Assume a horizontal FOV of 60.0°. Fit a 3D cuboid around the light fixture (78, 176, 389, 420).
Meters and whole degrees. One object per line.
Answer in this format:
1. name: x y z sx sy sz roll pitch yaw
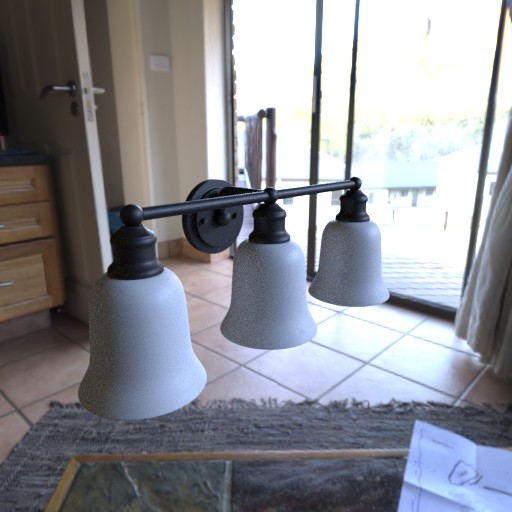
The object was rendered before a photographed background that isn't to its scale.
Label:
1. light fixture: 0.000 0.000 0.653 0.198 0.211 0.570 15 21 43
